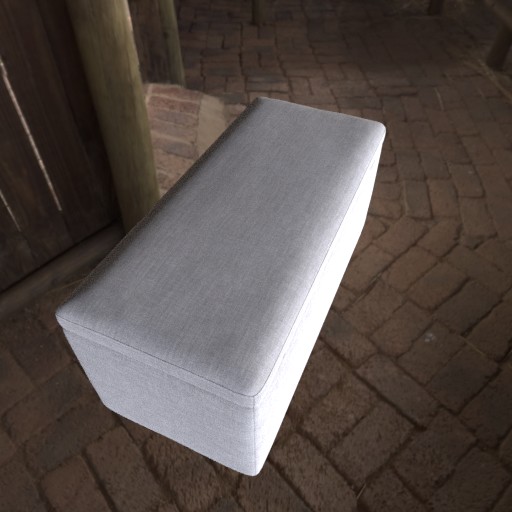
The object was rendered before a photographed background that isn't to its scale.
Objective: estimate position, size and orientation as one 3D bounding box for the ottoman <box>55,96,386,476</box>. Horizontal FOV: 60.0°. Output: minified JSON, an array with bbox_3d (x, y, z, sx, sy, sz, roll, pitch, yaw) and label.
[{"bbox_3d":[0.000,0.000,1.137,0.419,0.432,0.902,18,49,16],"label":"ottoman"}]
